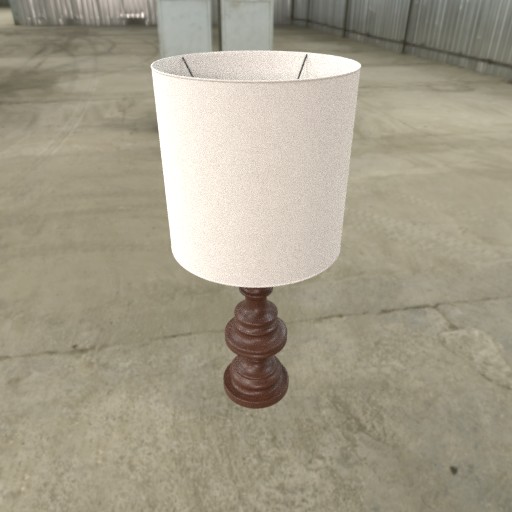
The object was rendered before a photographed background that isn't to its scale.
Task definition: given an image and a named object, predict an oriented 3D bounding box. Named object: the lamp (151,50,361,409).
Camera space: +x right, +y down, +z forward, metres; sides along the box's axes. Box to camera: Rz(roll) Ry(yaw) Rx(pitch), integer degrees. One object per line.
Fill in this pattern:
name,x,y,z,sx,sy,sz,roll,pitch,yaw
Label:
lamp,0.000,0.000,0.565,0.208,0.455,0.208,8,32,14
